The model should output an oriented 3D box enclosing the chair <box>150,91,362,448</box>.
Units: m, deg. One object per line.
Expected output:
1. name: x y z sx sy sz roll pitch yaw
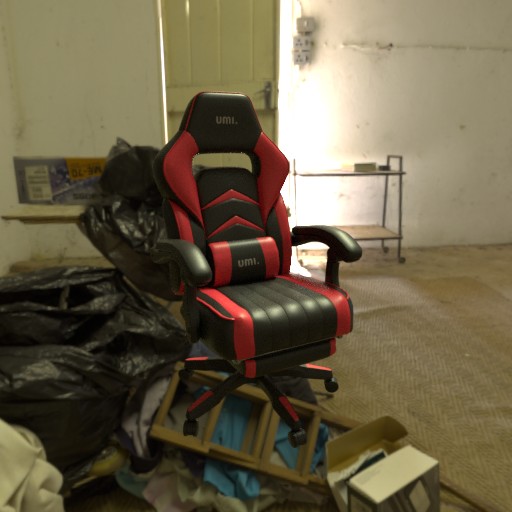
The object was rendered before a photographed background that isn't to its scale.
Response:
1. chair: 0.000 0.000 1.681 0.700 1.220 0.700 -8 16 -27
